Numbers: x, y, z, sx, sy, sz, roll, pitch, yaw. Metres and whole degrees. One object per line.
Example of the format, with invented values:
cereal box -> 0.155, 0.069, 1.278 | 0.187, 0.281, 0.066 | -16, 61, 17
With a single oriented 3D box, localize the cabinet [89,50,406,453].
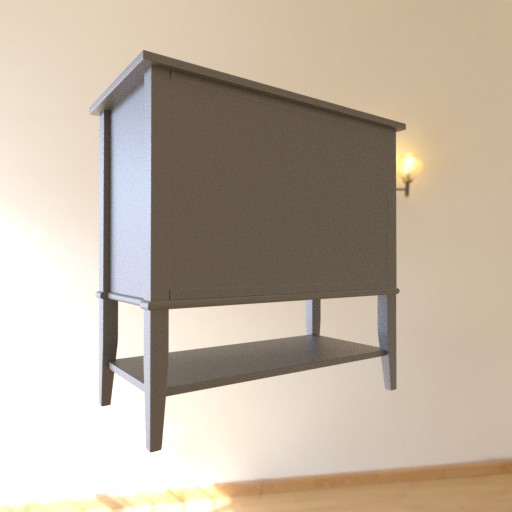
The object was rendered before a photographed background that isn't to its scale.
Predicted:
cabinet -> 0.000, 0.000, 1.233 | 0.801, 0.780, 0.396 | 0, -1, -35
